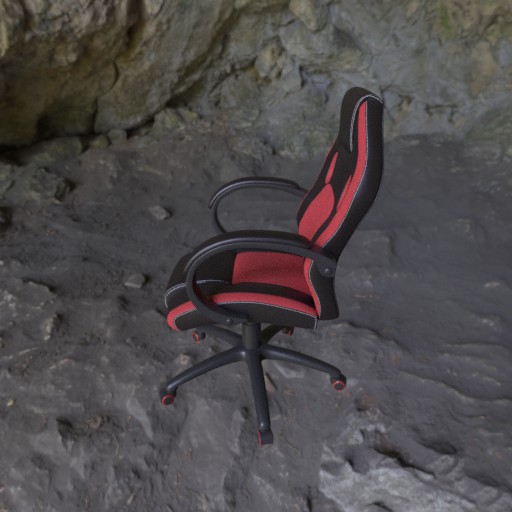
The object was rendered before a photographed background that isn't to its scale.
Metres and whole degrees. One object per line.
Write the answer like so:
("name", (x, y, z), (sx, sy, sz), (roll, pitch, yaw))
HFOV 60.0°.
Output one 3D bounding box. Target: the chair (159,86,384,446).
("chair", (0.000, 0.000, 1.679), (0.783, 1.189, 0.750), (1, 25, 2))
